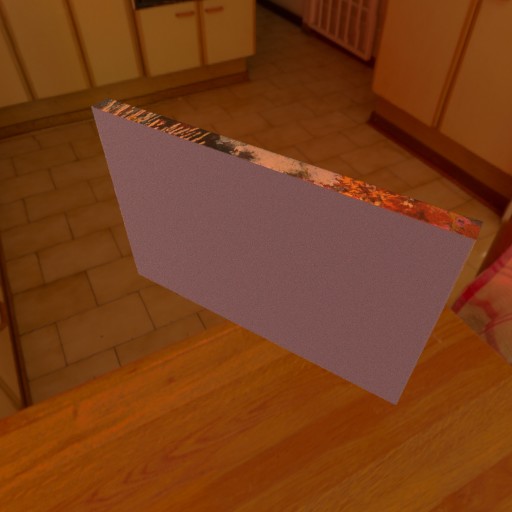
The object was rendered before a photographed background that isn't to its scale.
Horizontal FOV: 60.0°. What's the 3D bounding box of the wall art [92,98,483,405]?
[{"bbox_3d":[0.000,0.000,0.771,0.610,0.406,0.037,24,50,21],"label":"wall art"}]
